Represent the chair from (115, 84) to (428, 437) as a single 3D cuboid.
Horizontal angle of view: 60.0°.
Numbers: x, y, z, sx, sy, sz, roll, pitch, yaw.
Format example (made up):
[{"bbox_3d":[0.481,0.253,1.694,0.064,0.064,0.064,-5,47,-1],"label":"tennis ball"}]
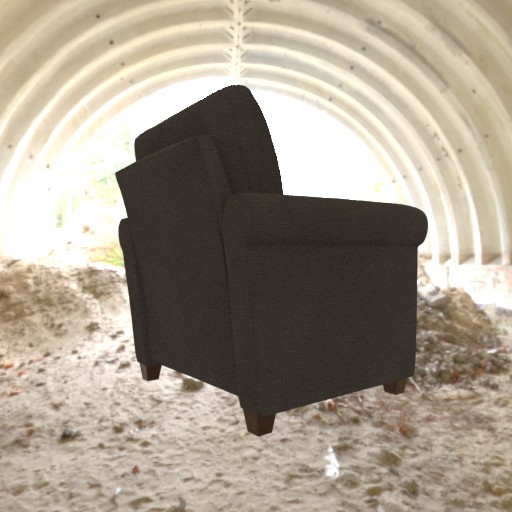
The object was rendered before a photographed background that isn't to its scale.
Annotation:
[{"bbox_3d":[0.000,0.000,1.596,0.828,0.942,0.867,1,-1,-38],"label":"chair"}]
